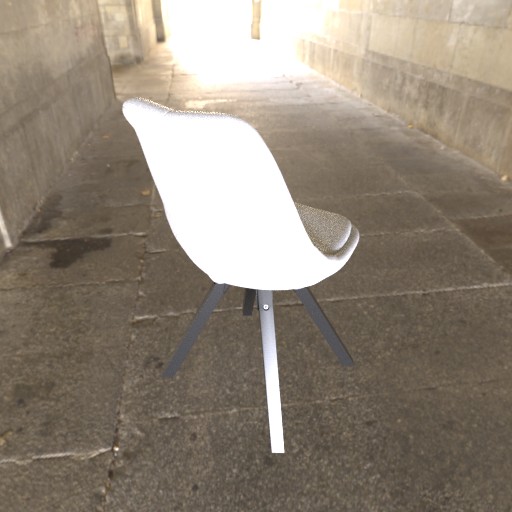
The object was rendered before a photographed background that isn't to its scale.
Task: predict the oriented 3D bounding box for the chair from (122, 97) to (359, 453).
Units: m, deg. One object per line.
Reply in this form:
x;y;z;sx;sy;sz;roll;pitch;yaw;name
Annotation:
0.000;0.000;1.171;0.485;0.850;0.550;21;37;31;chair
